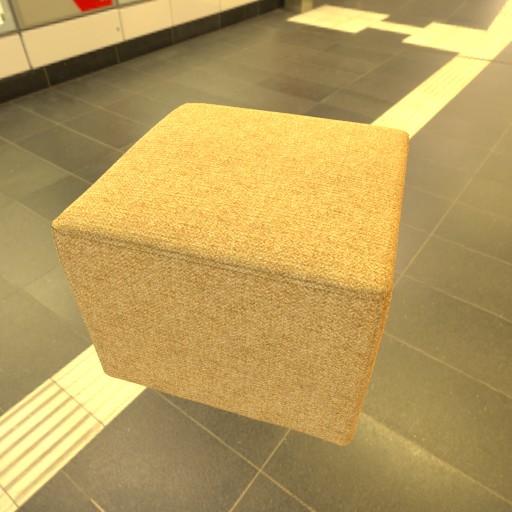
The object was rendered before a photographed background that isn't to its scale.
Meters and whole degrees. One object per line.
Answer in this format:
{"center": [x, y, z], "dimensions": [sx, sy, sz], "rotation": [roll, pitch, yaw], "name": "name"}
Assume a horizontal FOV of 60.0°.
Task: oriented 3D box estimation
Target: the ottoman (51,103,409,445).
{"center": [0.000, 0.000, 0.905], "dimensions": [0.512, 0.441, 0.505], "rotation": [12, 43, 13], "name": "ottoman"}
